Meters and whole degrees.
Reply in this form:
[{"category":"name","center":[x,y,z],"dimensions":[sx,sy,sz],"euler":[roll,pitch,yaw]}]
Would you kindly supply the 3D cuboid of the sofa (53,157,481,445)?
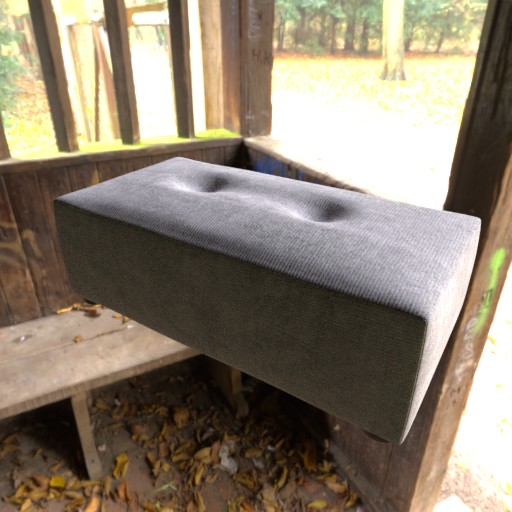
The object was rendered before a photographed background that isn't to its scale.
[{"category":"sofa","center":[0.000,0.000,1.100],"dimensions":[0.930,0.330,0.480],"euler":[17,33,29]}]
